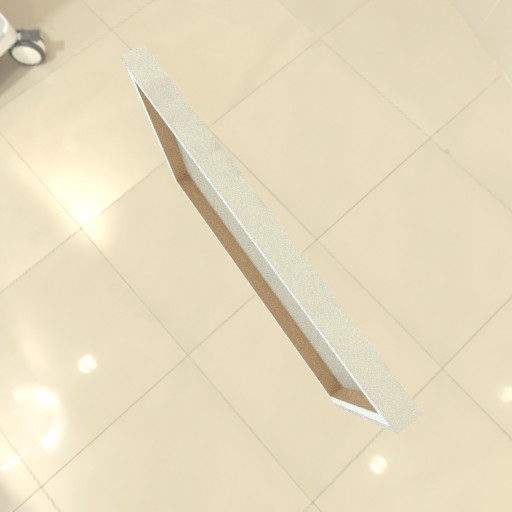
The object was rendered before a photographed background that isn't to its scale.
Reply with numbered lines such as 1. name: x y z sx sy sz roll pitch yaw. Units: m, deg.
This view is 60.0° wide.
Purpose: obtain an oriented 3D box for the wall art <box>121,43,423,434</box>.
1. wall art: 0.000 0.000 0.762 0.038 0.407 0.609 -34 78 -8
